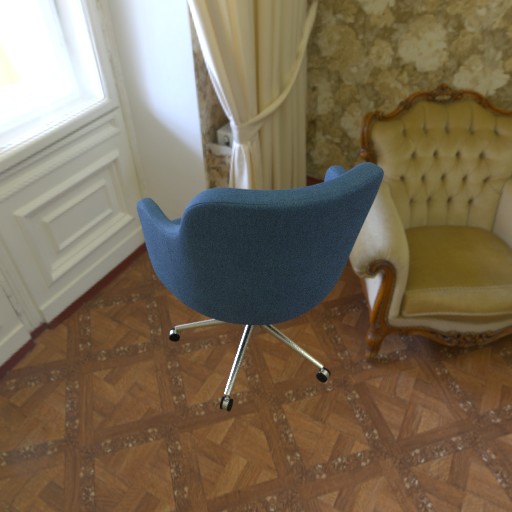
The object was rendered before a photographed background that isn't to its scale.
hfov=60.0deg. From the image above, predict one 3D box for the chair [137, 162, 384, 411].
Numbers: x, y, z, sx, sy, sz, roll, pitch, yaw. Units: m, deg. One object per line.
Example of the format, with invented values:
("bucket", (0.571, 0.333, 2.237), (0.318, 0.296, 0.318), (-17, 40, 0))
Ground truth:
("chair", (0.000, 0.000, 1.279), (0.599, 0.820, 0.655), (-12, 43, -13))
